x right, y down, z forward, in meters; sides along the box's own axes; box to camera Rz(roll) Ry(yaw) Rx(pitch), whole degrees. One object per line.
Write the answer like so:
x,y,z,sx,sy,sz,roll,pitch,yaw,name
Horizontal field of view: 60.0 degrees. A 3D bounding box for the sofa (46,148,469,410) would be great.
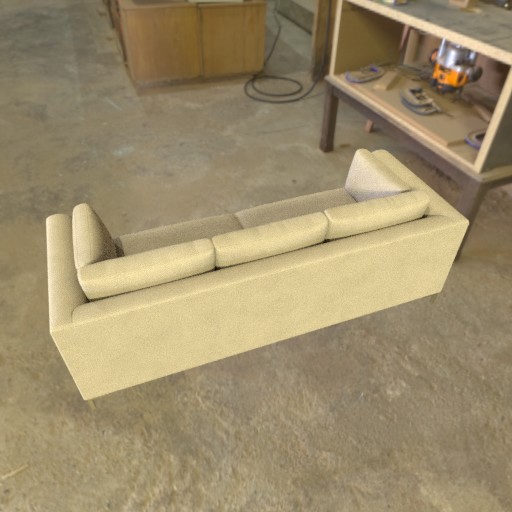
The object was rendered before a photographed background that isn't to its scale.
0.000,0.000,2.920,2.415,0.867,0.969,-14,44,-15,sofa
